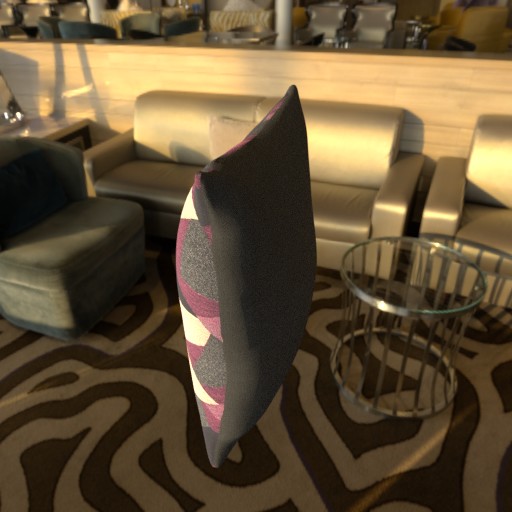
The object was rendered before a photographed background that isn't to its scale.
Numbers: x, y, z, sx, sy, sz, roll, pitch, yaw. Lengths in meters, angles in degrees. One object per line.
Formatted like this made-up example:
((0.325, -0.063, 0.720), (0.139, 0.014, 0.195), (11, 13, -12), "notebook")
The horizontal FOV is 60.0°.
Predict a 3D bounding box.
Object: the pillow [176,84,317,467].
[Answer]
((0.000, 0.000, 0.779), (0.208, 0.496, 0.503), (8, 32, 14), "pillow")
